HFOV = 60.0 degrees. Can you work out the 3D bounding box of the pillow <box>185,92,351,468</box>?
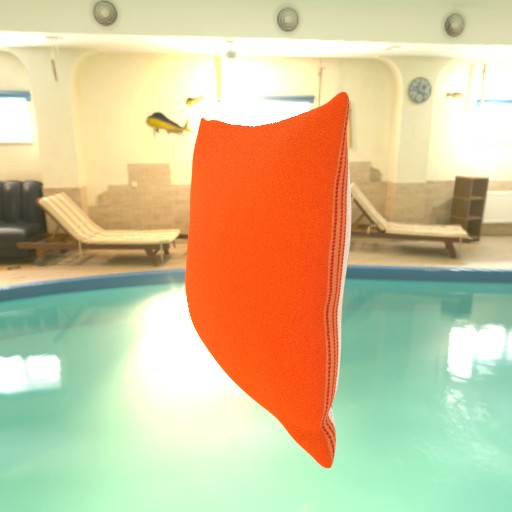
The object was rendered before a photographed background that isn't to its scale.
[{"bbox_3d":[0.000,0.000,0.682,0.182,0.441,0.440,-7,16,-26],"label":"pillow"}]
